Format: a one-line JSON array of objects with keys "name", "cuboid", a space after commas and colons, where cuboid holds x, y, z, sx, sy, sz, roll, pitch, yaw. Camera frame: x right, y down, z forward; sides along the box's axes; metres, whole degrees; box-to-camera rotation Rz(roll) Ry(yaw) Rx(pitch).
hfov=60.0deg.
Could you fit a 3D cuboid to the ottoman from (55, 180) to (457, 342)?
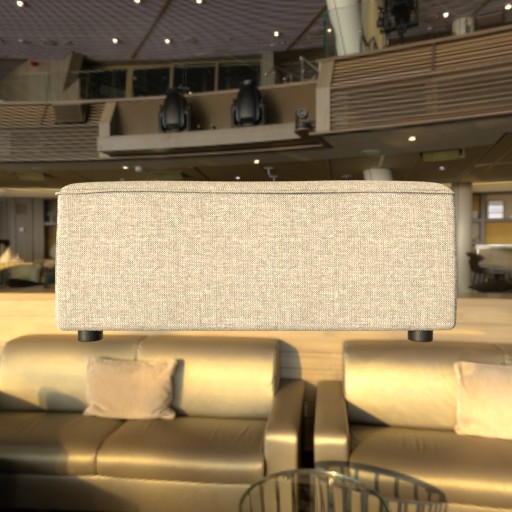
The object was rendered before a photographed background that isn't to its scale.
[{"name": "ottoman", "cuboid": [0.000, 0.000, 1.590, 1.023, 0.423, 1.017, 0, 1, 1]}]
